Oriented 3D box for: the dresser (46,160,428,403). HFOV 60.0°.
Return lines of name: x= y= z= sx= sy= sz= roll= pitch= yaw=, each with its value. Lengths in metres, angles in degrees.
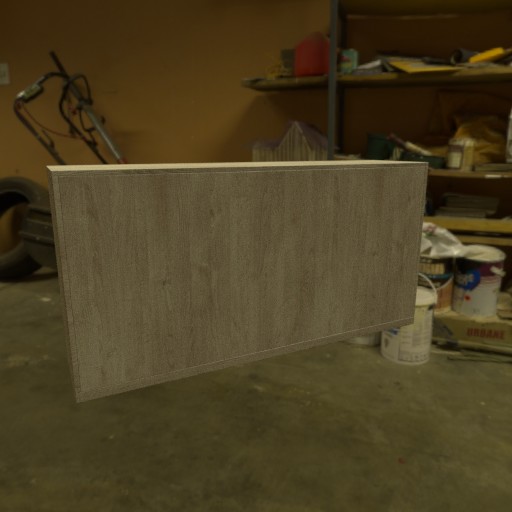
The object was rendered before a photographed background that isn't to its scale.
dresser: x=0.000 y=0.000 z=1.954 sx=1.590 sy=0.795 sz=0.390 roll=-7 pitch=16 yaw=-26
